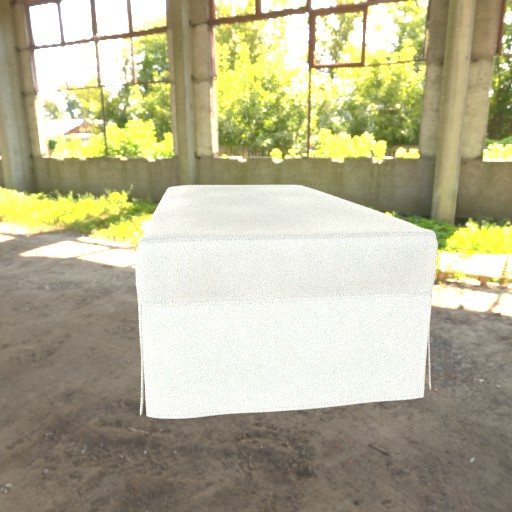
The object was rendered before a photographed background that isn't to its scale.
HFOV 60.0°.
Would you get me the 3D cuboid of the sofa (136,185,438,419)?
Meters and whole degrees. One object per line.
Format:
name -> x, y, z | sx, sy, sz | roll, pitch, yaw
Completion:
sofa -> 0.000, 0.000, 2.070 | 0.939, 0.552, 1.677 | -2, 14, -8
